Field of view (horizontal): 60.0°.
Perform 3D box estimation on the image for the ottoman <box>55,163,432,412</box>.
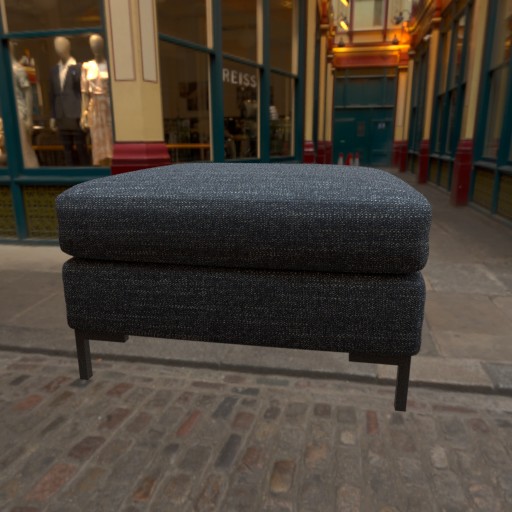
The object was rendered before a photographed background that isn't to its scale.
[{"bbox_3d":[0.000,0.000,1.242,0.814,0.491,0.667,3,16,10],"label":"ottoman"}]
